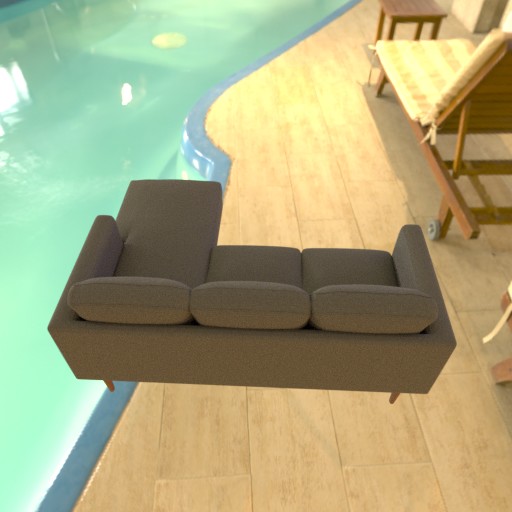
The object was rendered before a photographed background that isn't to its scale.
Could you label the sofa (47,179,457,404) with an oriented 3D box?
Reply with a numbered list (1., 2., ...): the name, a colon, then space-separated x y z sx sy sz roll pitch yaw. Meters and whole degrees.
1. sofa: 0.000 0.000 2.888 2.031 0.897 1.591 2 47 2
